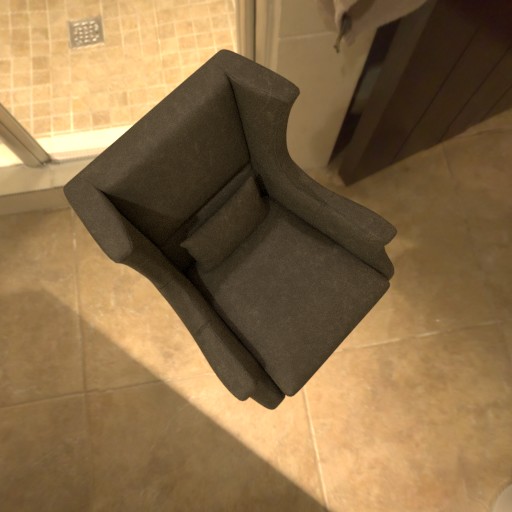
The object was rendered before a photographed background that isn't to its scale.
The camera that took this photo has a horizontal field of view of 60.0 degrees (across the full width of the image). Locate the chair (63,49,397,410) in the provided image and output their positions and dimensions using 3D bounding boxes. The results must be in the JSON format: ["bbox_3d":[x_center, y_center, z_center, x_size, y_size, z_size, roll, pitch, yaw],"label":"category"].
[{"bbox_3d":[0.000,0.000,1.717,0.926,1.016,0.853,42,79,10],"label":"chair"}]
